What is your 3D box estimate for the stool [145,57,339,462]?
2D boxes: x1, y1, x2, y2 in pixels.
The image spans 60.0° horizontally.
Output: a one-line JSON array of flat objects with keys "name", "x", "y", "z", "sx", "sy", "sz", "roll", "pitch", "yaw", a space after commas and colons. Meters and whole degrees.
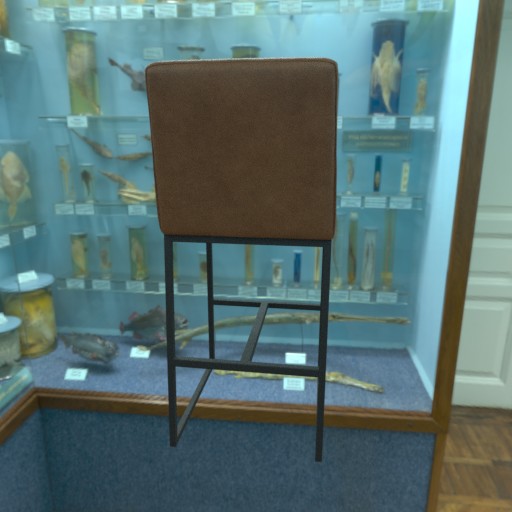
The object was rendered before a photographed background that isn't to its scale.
[{"name": "stool", "x": 0.000, "y": 0.000, "z": 1.344, "sx": 0.458, "sy": 1.040, "sz": 0.556, "roll": 2, "pitch": 15, "yaw": 8}]
